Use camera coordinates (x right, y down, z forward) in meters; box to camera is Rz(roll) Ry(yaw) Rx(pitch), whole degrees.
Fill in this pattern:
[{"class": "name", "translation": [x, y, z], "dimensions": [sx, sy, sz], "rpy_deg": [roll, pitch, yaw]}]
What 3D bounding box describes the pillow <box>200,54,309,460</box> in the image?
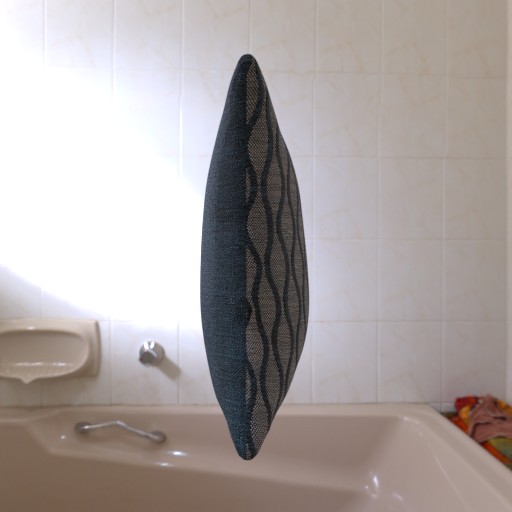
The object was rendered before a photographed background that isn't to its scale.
[{"class": "pillow", "translation": [0.000, 0.000, 0.675], "dimensions": [0.159, 0.435, 0.435], "rpy_deg": [0, 1, 0]}]
